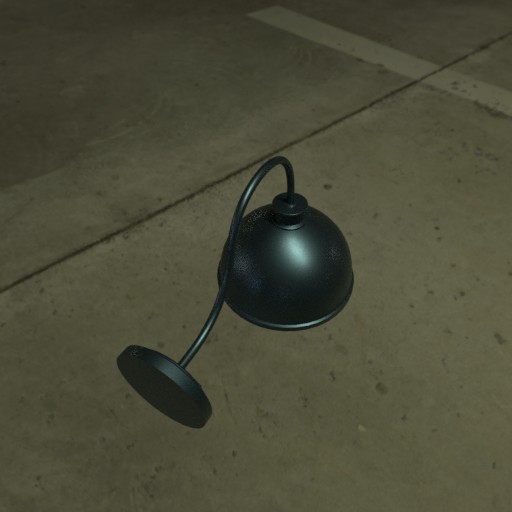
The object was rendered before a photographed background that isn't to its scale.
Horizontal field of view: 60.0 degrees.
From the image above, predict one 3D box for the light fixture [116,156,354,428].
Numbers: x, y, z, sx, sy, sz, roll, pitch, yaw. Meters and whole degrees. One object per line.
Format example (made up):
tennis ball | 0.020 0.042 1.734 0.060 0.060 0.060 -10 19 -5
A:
light fixture | 0.000 0.000 0.661 0.253 0.295 0.467 23 50 21
